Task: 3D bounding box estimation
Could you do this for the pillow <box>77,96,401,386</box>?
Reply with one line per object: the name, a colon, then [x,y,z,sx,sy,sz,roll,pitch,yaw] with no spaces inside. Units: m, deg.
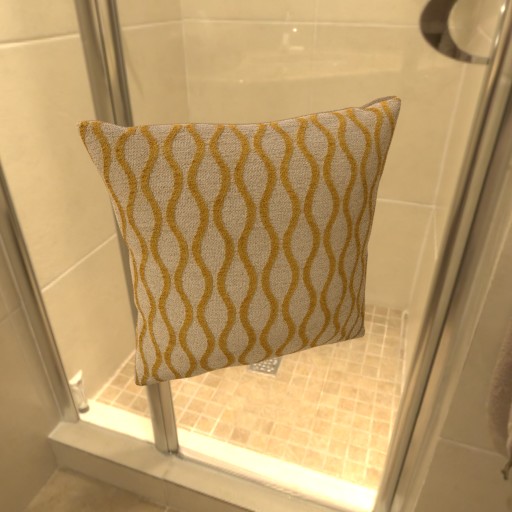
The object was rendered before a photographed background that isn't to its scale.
pillow: [0.000,0.000,0.669,0.429,0.436,0.159,-9,32,-15]
